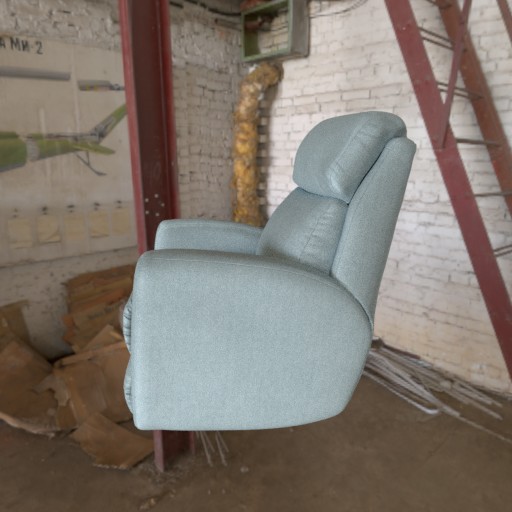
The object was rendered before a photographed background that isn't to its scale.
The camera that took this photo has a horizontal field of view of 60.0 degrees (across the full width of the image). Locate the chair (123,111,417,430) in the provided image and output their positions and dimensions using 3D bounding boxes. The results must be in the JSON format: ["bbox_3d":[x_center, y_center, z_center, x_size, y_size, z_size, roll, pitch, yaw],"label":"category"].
[{"bbox_3d":[0.000,0.000,1.666,0.940,1.016,0.794,-2,14,-7],"label":"chair"}]
